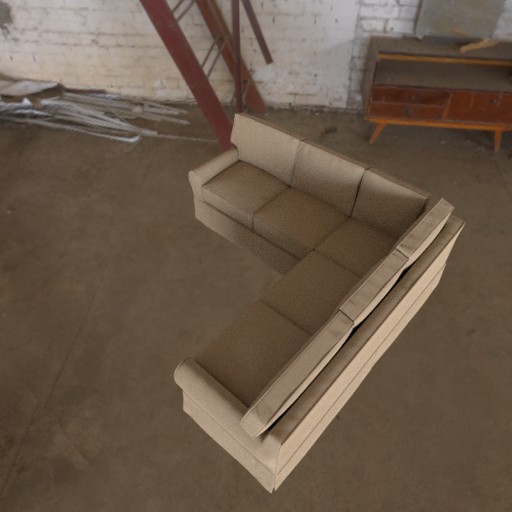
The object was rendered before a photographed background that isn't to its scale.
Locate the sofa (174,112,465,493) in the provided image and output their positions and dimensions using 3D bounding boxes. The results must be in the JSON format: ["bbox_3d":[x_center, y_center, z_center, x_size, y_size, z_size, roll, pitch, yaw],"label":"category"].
[{"bbox_3d":[0.000,0.000,4.173,2.730,1.124,2.733,33,55,27],"label":"sofa"}]
